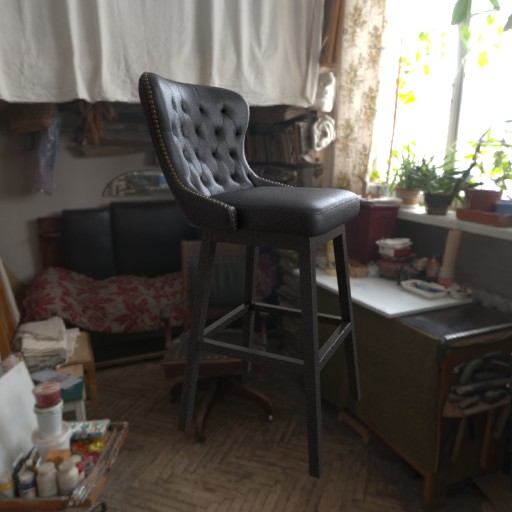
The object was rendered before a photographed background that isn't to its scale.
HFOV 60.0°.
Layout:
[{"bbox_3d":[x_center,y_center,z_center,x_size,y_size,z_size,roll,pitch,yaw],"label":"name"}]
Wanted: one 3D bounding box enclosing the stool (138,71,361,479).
[{"bbox_3d":[0.000,0.000,1.367,0.601,1.050,0.528,7,16,26],"label":"stool"}]
